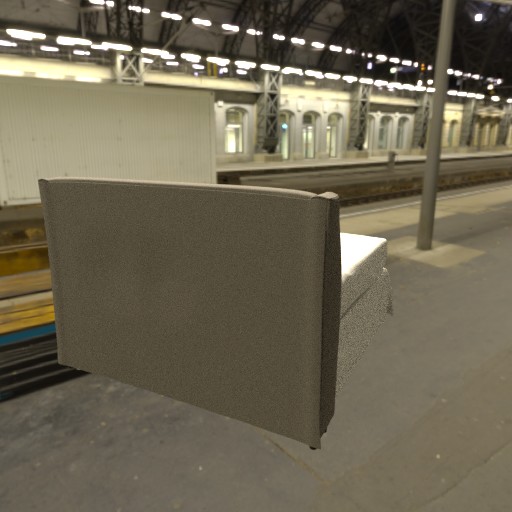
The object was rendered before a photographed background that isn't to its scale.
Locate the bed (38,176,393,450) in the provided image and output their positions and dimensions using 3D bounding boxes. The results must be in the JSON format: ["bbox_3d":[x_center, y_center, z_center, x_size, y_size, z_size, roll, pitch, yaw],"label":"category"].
[{"bbox_3d":[0.000,0.000,3.453,1.925,1.332,2.276,8,17,27],"label":"bed"}]
